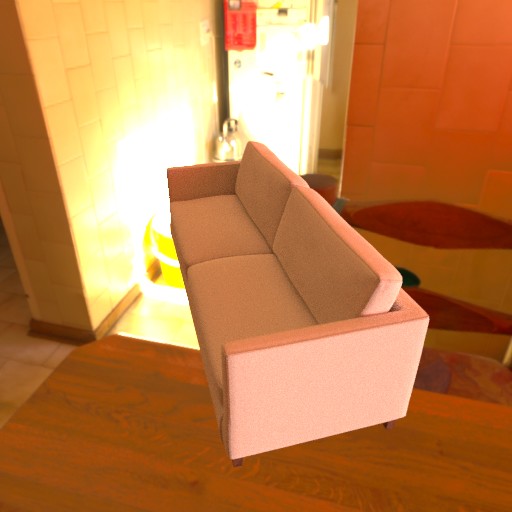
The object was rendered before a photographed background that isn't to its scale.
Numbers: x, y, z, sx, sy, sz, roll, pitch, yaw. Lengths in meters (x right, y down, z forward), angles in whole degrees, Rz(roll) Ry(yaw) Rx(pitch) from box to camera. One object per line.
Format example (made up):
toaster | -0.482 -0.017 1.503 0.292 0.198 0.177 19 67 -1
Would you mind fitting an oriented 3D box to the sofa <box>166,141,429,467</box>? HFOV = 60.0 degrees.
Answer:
sofa | 0.000 0.000 2.919 0.951 0.962 2.361 -8 31 -13
